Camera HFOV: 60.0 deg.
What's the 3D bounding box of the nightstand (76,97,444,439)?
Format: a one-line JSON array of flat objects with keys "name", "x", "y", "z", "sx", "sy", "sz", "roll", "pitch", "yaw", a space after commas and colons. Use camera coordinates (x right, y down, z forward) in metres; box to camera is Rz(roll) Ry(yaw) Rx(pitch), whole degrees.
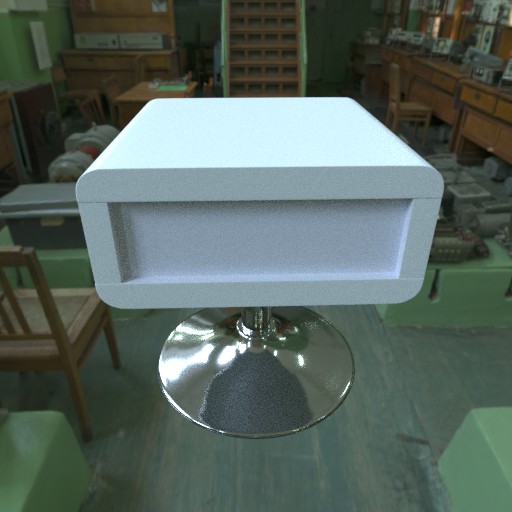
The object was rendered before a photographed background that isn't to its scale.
[{"name": "nightstand", "x": 0.000, "y": 0.000, "z": 0.751, "sx": 0.399, "sy": 0.447, "sz": 0.404, "roll": -1, "pitch": 30, "yaw": -2}]
